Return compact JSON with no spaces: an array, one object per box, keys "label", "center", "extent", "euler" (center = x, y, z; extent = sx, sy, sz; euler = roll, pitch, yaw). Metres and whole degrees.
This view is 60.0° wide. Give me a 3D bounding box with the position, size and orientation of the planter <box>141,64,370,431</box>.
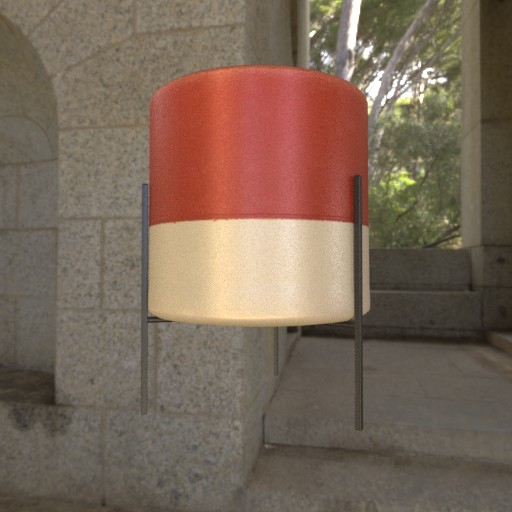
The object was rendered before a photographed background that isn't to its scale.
[{"label":"planter","center":[0.000,0.000,0.707],"extent":[0.354,0.465,0.345],"euler":[0,-1,-18]}]
